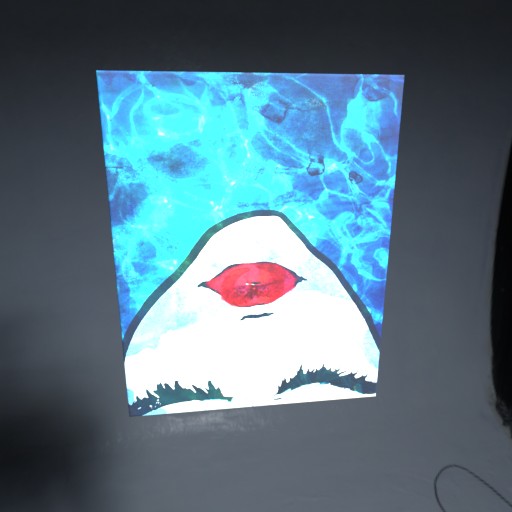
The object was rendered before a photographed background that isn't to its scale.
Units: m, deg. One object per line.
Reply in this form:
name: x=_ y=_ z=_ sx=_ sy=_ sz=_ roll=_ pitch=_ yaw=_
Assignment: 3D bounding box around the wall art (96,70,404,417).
wall art: x=0.000 y=0.000 z=0.995 sx=0.609 sy=0.760 sz=0.038 roll=-2 pitch=17 yaw=-7
